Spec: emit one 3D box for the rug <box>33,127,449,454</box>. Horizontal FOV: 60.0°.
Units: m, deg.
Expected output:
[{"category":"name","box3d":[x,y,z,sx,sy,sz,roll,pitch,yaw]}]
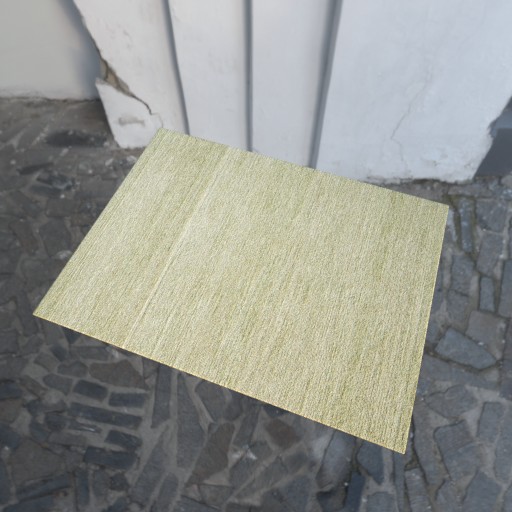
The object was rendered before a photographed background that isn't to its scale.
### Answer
[{"category":"rug","box3d":[0.000,0.000,4.108,3.198,0.016,2.425,17,60,10]}]
